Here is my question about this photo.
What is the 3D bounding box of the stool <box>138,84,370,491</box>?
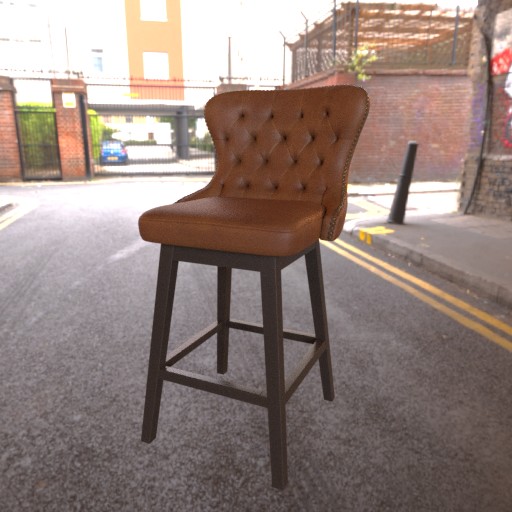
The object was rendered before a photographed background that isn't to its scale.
[{"bbox_3d":[0.000,0.000,1.282,0.528,0.971,0.593,7,16,25],"label":"stool"}]
